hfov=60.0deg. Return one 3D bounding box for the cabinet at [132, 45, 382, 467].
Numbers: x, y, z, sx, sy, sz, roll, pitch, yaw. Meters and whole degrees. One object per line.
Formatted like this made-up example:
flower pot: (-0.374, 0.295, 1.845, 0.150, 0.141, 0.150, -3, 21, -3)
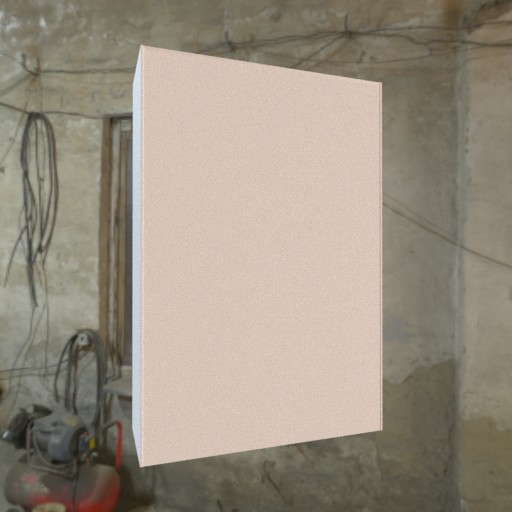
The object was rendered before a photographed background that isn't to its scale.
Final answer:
cabinet: (0.000, 0.000, 2.460, 1.290, 1.910, 0.510, 0, 0, -20)
